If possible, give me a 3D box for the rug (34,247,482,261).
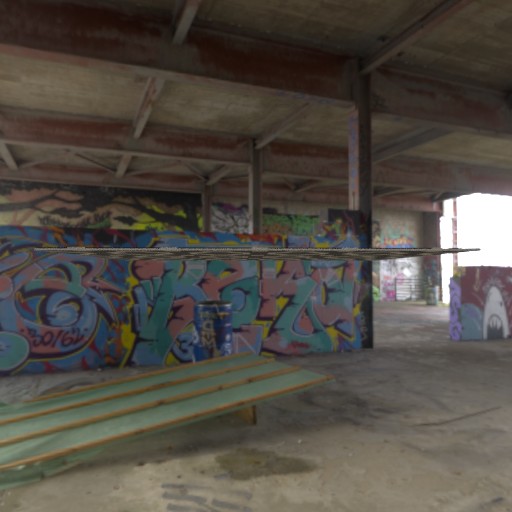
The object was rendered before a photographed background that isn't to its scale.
[{"bbox_3d":[0.000,0.000,4.240,3.049,0.021,2.466,0,-2,-2],"label":"rug"}]
